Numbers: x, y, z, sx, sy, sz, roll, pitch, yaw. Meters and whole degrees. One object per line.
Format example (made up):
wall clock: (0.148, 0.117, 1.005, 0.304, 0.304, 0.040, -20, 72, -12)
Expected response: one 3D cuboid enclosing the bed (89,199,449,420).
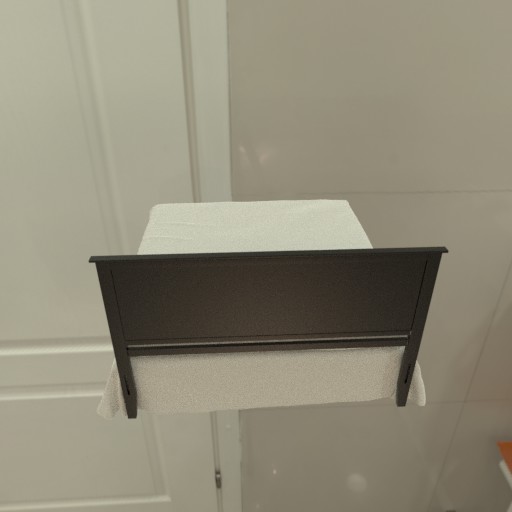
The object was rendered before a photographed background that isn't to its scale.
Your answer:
bed: (0.000, 0.000, 3.716, 2.315, 1.271, 2.219, -2, 30, -3)
